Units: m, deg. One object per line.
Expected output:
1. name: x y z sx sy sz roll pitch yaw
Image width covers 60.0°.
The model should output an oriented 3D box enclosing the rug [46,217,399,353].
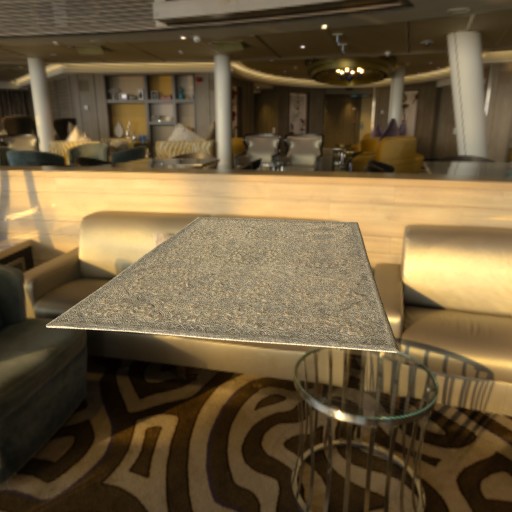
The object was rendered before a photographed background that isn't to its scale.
1. rug: 0.000 0.000 3.054 1.535 0.022 2.498 2 17 8
